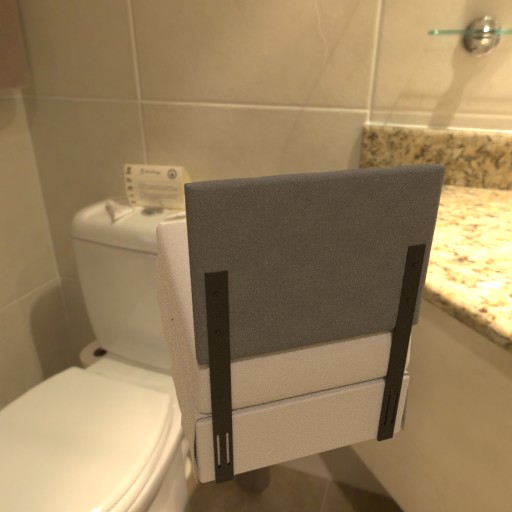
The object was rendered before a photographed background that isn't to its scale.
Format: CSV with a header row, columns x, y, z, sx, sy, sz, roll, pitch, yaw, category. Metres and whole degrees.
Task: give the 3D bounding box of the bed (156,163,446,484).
x,y,z,sx,sy,sz,roll,pitch,yaw,category
0.000,0.000,2.939,1.261,1.571,1.997,-7,26,-15,bed
